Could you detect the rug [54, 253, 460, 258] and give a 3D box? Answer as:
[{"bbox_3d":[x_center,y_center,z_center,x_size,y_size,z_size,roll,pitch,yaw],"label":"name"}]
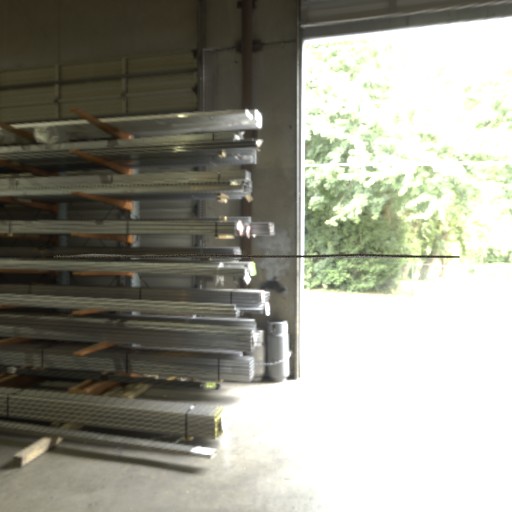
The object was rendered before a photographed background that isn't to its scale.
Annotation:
[{"bbox_3d":[0.000,0.000,4.306,2.428,0.027,3.333,0,0,0],"label":"rug"}]
